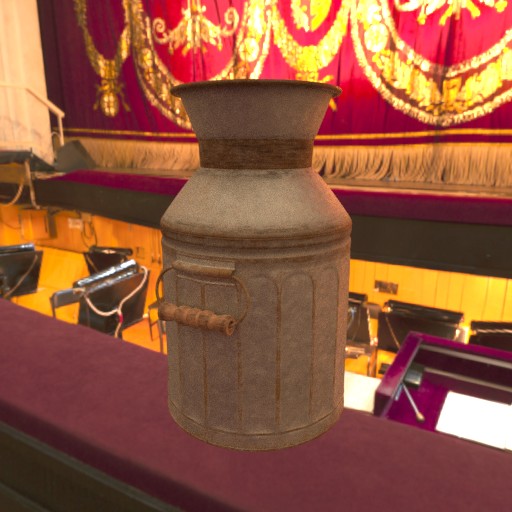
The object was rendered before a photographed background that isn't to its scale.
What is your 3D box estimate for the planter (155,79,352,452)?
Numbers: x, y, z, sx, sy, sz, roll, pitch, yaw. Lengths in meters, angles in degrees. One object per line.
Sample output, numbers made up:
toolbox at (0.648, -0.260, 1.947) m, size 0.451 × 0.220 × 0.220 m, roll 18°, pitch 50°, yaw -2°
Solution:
planter at (0.000, 0.000, 0.507) m, size 0.215 × 0.358 × 0.248 m, roll 8°, pitch 16°, yaw 27°
